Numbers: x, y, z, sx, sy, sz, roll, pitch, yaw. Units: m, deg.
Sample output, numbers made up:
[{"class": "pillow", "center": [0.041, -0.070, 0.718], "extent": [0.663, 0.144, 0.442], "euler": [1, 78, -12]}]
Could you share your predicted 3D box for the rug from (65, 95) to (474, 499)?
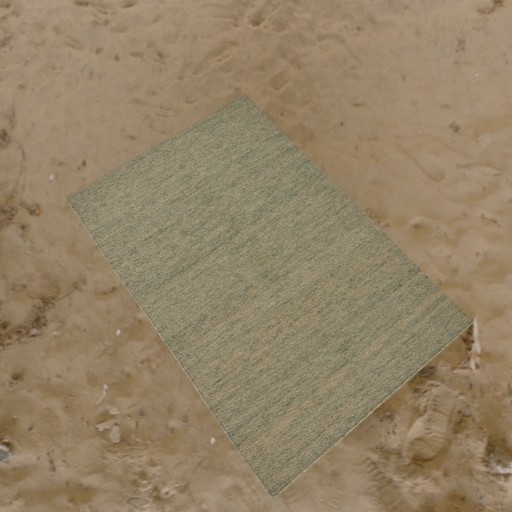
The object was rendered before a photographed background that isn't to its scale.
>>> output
[{"class": "rug", "center": [0.000, 0.000, 2.839], "extent": [1.547, 0.013, 2.283], "euler": [-35, 69, -15]}]
